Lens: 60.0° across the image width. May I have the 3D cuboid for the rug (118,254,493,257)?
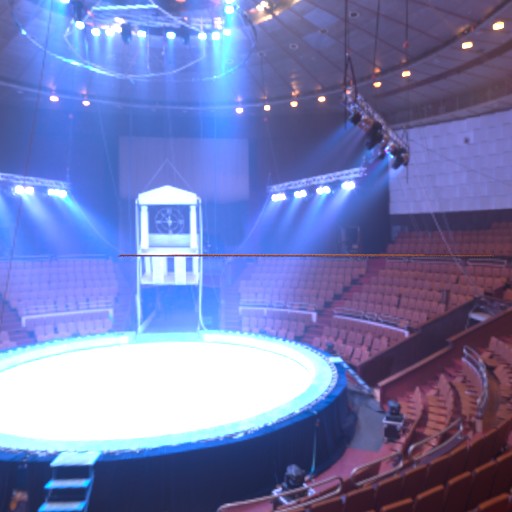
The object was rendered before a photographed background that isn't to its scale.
[{"bbox_3d":[0.000,0.000,4.109,2.438,0.014,3.048,0,0,-17],"label":"rug"}]
